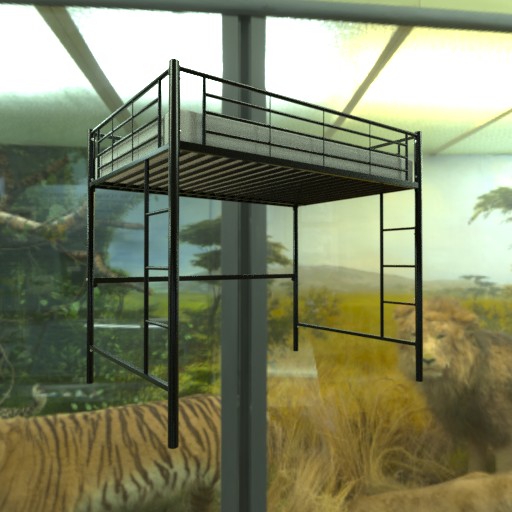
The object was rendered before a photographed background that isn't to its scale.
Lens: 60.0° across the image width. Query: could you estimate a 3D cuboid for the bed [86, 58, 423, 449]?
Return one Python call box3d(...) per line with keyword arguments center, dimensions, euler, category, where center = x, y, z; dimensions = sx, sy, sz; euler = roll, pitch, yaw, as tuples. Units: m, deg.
box3d(center=(0.000, 0.000, 3.183), dimensions=(1.994, 1.803, 1.397), euler=(1, -1, -36), category="bed")
